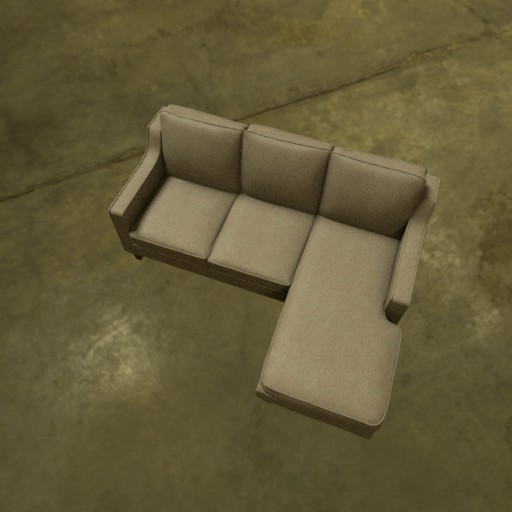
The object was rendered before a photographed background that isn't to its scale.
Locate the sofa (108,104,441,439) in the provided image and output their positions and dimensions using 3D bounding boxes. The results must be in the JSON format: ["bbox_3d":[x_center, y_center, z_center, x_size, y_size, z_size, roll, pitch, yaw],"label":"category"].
[{"bbox_3d":[0.000,0.000,3.325,2.317,1.081,1.858,17,59,10],"label":"sofa"}]
